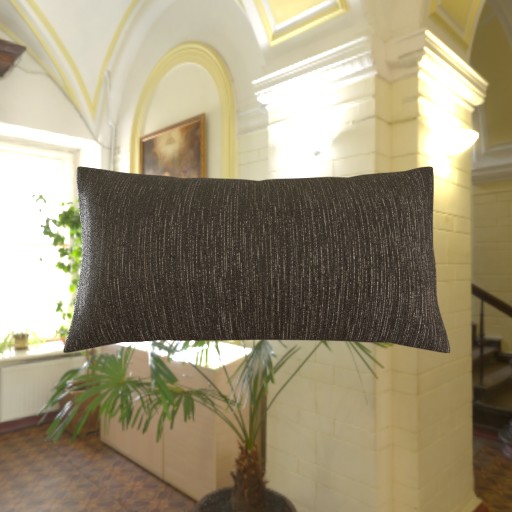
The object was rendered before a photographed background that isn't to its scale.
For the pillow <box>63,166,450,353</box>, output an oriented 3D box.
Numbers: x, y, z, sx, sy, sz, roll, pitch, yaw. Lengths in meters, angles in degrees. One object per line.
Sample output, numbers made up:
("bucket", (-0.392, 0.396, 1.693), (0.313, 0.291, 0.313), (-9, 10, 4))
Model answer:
("pillow", (0.000, 0.000, 0.722), (0.608, 0.305, 0.156), (0, -1, 0))
